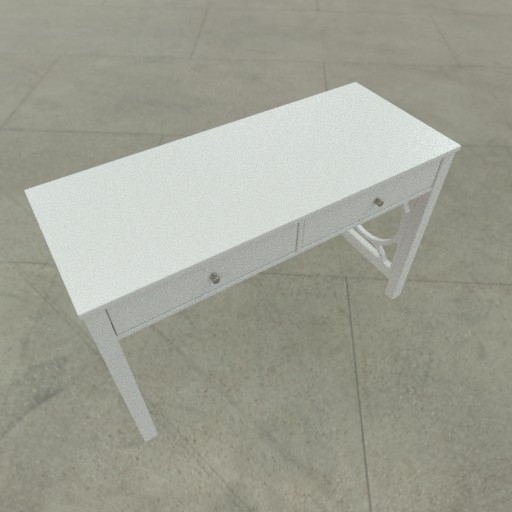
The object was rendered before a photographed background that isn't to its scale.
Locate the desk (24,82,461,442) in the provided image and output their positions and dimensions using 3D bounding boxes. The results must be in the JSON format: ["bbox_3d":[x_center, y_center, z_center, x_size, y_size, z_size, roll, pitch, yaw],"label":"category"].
[{"bbox_3d":[0.000,0.000,1.569,1.191,0.762,0.504,-25,52,-21],"label":"desk"}]
